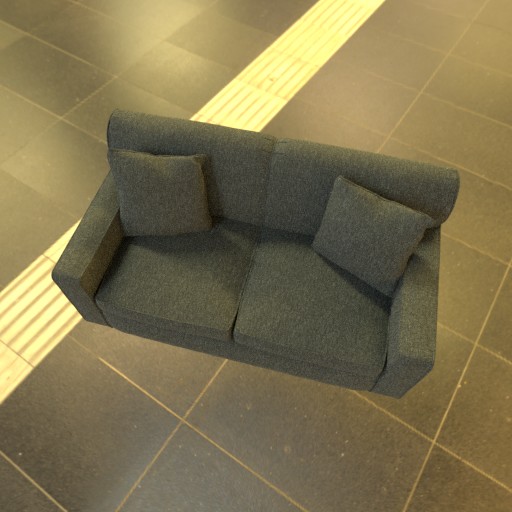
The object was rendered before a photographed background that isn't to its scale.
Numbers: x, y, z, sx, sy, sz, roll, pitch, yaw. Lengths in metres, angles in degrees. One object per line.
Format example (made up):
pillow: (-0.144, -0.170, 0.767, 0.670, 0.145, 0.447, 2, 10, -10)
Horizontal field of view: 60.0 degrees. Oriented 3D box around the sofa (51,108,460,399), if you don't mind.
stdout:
sofa: (0.000, 0.000, 2.400, 1.846, 0.958, 0.998, 12, 59, 8)
